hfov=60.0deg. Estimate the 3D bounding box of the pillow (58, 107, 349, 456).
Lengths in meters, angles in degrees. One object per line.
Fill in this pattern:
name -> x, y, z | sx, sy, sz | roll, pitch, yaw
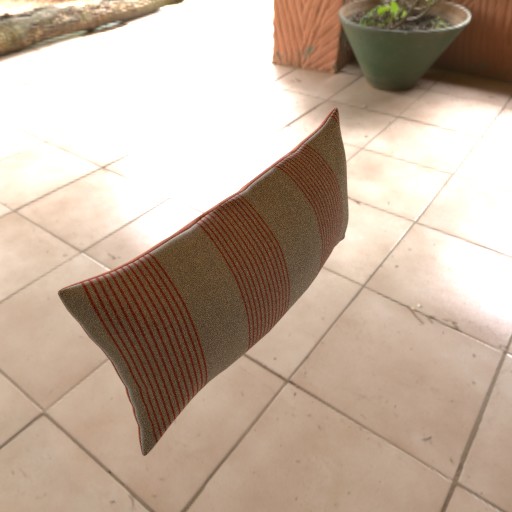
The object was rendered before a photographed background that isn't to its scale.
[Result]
pillow -> 0.000, 0.000, 0.721 | 0.156, 0.292, 0.608 | 25, 46, 26
